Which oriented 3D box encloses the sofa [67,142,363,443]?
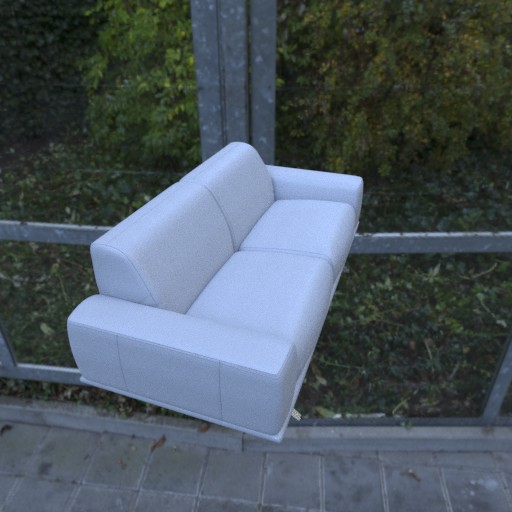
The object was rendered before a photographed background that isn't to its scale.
[{"bbox_3d":[0.000,0.000,2.382,0.900,0.772,1.901,10,32,17],"label":"sofa"}]
